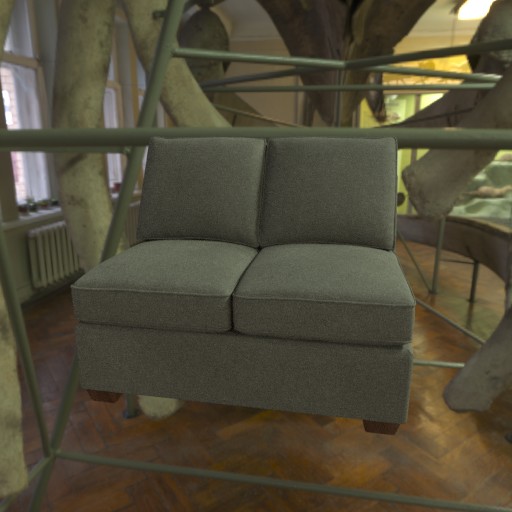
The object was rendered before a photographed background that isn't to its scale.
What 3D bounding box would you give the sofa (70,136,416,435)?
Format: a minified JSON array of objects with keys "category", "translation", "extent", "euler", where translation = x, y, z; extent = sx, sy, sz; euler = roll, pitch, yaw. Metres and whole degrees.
[{"category":"sofa","translation":[0.000,0.000,1.923],"extent":[1.237,1.008,0.951],"euler":[3,15,10]}]
